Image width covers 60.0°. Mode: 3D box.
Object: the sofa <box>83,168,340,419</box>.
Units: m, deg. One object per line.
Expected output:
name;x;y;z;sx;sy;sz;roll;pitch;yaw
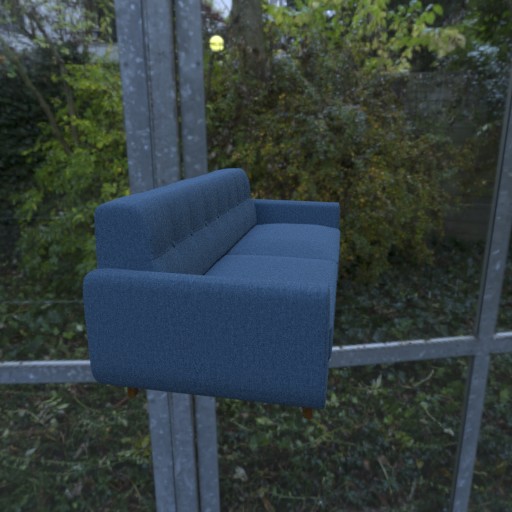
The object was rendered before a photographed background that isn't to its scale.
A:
sofa;0.000;0.000;2.574;0.942;0.884;2.055;3;16;11
